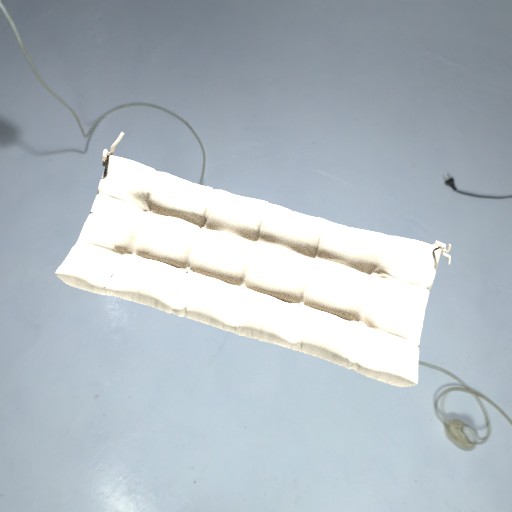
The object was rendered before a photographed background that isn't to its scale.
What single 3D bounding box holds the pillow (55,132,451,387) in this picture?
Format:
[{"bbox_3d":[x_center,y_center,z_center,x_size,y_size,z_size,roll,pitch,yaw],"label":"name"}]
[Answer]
[{"bbox_3d":[0.000,0.000,1.390,1.194,0.174,0.511,16,76,4],"label":"pillow"}]
